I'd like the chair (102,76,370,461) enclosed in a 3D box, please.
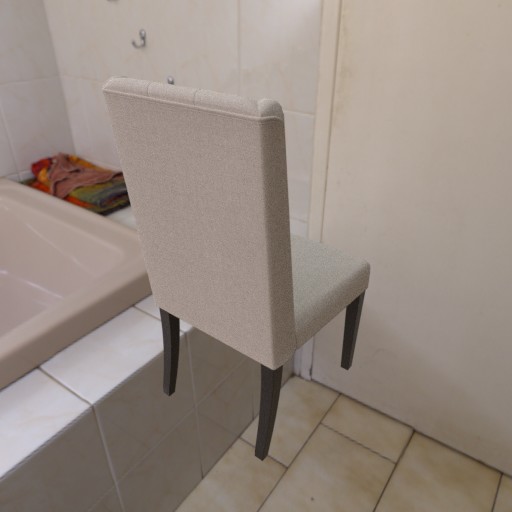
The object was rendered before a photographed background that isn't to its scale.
[{"bbox_3d":[0.000,0.000,1.232,0.474,0.961,0.523,22,37,32],"label":"chair"}]
